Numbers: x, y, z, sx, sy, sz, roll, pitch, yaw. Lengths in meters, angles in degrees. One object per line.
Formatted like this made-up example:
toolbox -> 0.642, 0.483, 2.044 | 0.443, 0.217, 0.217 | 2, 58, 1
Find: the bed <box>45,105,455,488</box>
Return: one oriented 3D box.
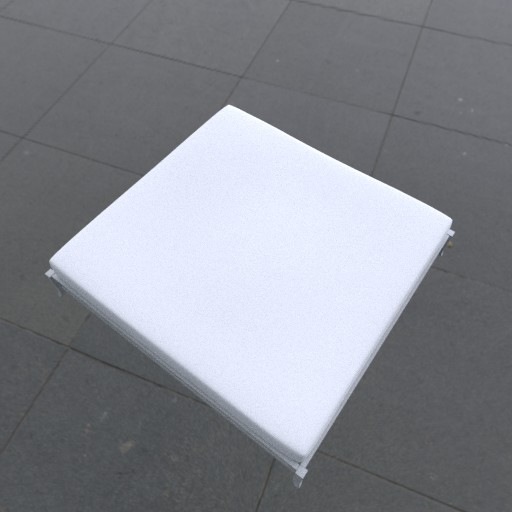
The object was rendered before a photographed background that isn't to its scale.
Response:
bed -> 0.000, 0.000, 3.116 | 2.108, 0.510, 2.007 | 32, 63, 19
